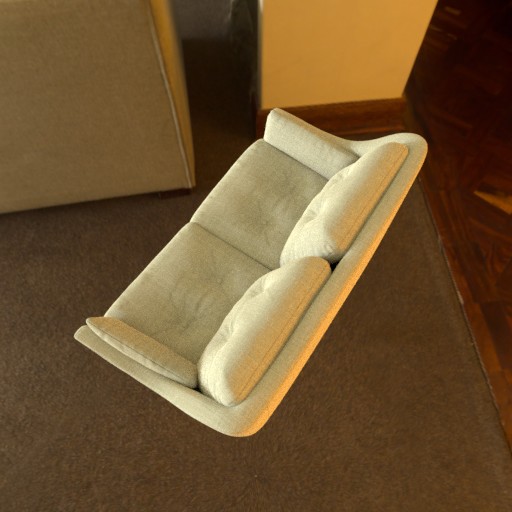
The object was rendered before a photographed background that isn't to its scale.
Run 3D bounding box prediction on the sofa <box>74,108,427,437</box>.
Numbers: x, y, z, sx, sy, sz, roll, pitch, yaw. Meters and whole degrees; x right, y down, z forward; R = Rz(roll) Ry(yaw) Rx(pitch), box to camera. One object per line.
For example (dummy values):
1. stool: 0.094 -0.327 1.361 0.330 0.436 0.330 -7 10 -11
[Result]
1. sofa: 0.000 0.000 2.249 0.965 0.888 1.652 31 68 14
